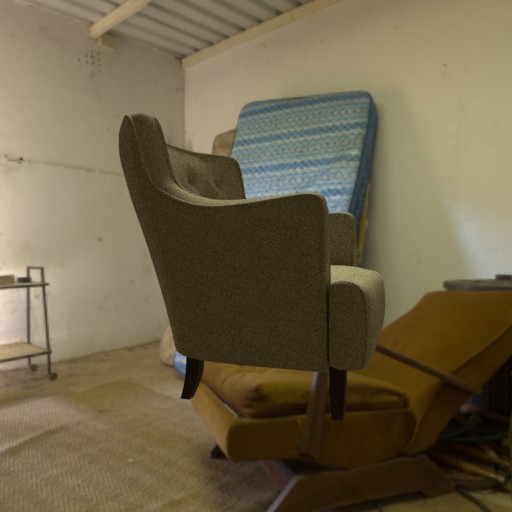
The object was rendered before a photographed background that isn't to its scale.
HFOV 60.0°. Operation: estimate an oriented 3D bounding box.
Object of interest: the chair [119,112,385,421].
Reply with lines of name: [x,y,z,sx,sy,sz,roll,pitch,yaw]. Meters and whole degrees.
chair: [0.000,0.000,1.695,0.910,0.920,0.820,0,1,19]
